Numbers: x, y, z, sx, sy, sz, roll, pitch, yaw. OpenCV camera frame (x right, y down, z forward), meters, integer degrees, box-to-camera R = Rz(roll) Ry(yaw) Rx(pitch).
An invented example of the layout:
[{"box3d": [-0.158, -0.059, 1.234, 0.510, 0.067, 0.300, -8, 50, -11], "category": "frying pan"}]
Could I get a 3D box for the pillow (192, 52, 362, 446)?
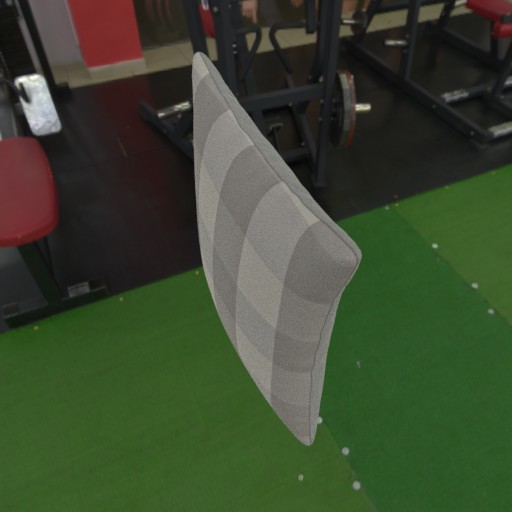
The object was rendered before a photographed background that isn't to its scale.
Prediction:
[{"box3d": [0.000, 0.000, 0.773, 0.161, 0.509, 0.511, -17, 50, -15], "category": "pillow"}]
